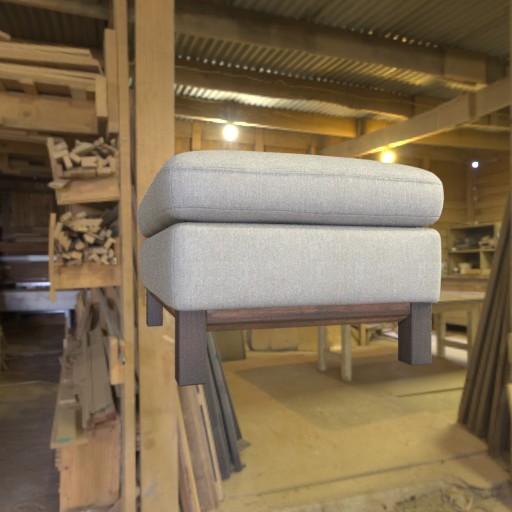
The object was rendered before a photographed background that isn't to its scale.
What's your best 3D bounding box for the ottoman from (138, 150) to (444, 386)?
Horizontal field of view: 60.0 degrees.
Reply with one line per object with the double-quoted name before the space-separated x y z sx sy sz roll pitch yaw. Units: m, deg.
"ottoman" 0.000 0.000 1.067 0.528 0.404 0.735 0 0 -18
